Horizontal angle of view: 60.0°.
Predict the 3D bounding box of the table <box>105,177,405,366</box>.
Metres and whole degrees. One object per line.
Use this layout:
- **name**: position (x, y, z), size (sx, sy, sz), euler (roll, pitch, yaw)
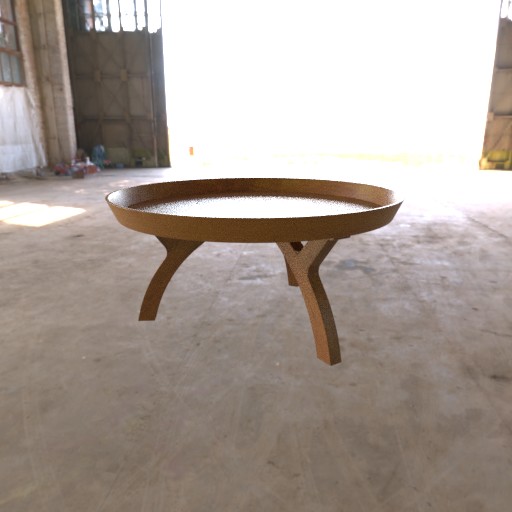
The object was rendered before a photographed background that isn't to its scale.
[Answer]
- **table**: position (0.000, 0.000, 1.614), size (1.016, 0.470, 1.016), euler (0, 16, 0)
